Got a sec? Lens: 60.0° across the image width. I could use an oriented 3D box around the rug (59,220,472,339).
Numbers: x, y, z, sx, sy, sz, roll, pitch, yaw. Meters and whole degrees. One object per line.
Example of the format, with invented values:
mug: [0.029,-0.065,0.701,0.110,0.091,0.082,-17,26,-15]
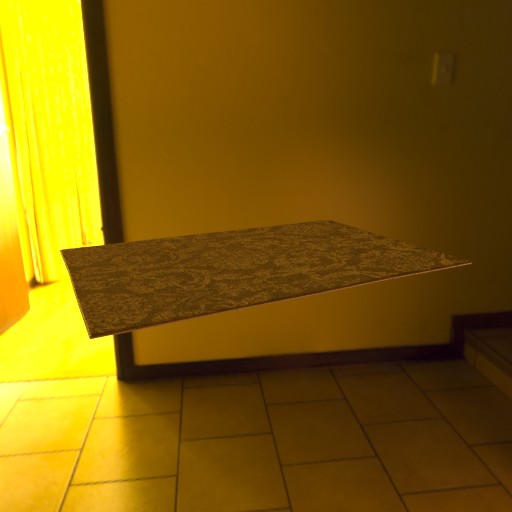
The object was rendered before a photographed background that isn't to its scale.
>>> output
rug: [0.000,0.000,2.337,1.824,0.012,1.206,-8,18,-26]
